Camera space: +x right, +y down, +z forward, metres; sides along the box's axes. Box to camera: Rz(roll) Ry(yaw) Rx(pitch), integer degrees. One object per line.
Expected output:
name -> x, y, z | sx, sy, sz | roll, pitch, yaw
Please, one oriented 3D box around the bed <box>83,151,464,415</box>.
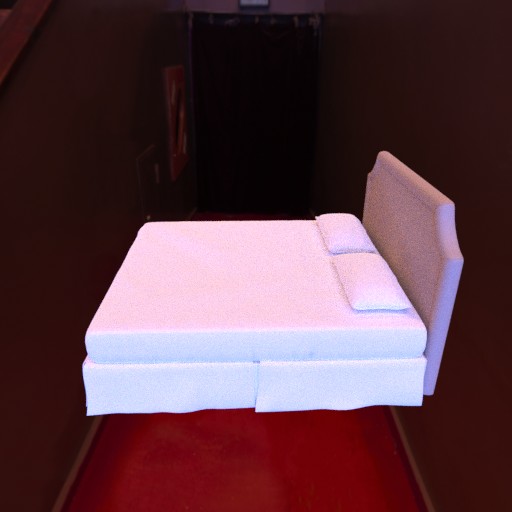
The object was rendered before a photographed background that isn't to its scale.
bed -> 0.000, 0.000, 4.156 | 2.773, 1.590, 2.350 | -1, 26, -1
